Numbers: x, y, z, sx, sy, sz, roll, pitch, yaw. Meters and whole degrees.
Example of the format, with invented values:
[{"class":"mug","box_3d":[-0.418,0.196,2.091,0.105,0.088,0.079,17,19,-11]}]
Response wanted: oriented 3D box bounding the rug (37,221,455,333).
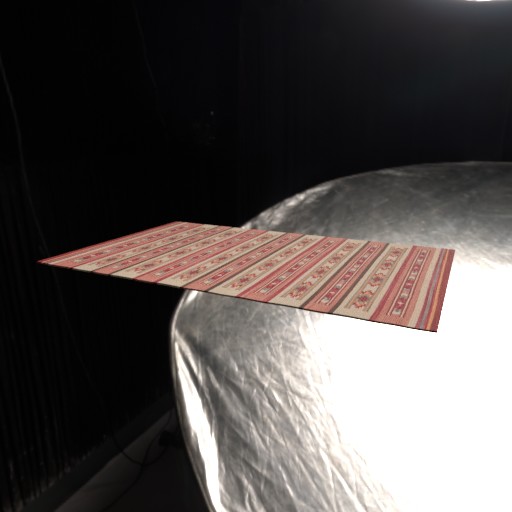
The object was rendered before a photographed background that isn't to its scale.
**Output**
[{"class":"rug","box_3d":[0.000,0.000,3.027,2.431,0.010,1.535,7,17,25]}]
